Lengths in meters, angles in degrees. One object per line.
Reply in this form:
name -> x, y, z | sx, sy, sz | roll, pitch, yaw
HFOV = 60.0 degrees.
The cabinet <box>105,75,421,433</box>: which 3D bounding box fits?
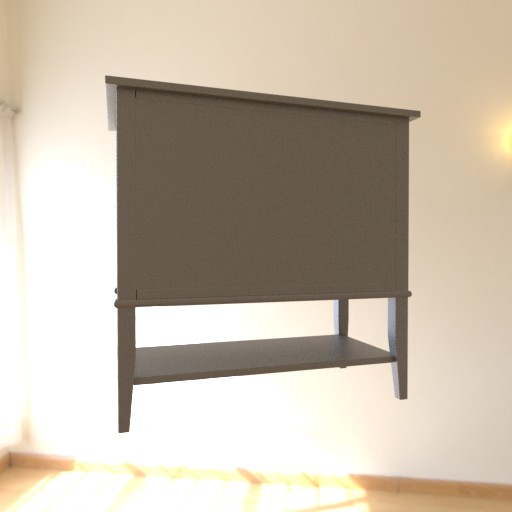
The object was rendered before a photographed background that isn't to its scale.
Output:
cabinet -> 0.000, 0.000, 1.260 | 0.801, 0.780, 0.396 | 0, 1, -18
